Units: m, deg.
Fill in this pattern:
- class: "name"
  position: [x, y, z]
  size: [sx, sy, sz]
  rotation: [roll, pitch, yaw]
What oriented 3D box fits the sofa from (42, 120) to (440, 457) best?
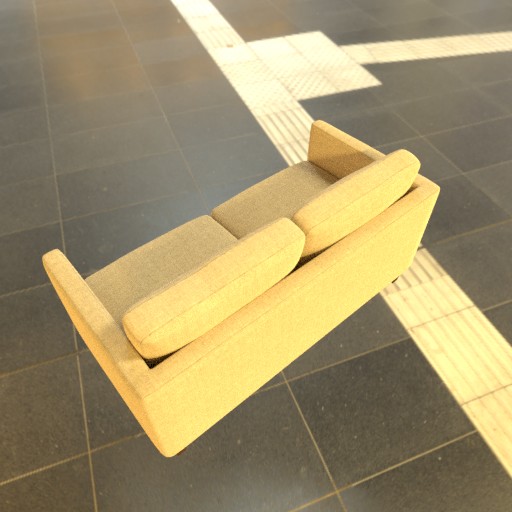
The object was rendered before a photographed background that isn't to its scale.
- class: "sofa"
  position: [0.000, 0.000, 2.422]
  size: [1.884, 0.963, 0.950]
  rotation: [-32, 55, -26]
